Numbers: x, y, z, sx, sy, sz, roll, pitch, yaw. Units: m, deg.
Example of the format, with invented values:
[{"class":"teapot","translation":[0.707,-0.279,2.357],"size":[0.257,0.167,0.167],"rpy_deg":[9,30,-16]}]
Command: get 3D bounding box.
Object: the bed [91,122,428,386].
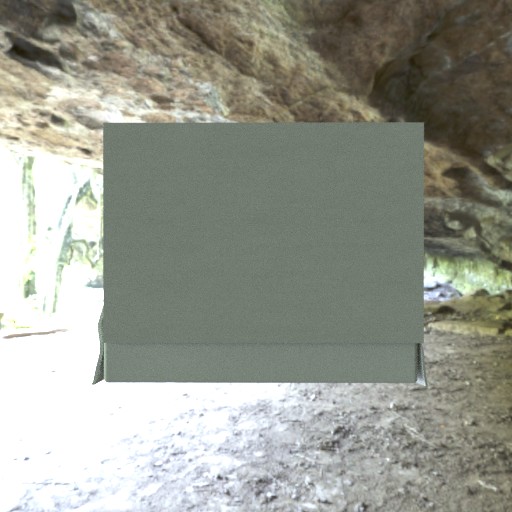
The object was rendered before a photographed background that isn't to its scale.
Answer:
[{"class":"bed","translation":[0.000,0.000,3.258],"size":[1.745,1.335,2.094],"rpy_deg":[0,0,0]}]
